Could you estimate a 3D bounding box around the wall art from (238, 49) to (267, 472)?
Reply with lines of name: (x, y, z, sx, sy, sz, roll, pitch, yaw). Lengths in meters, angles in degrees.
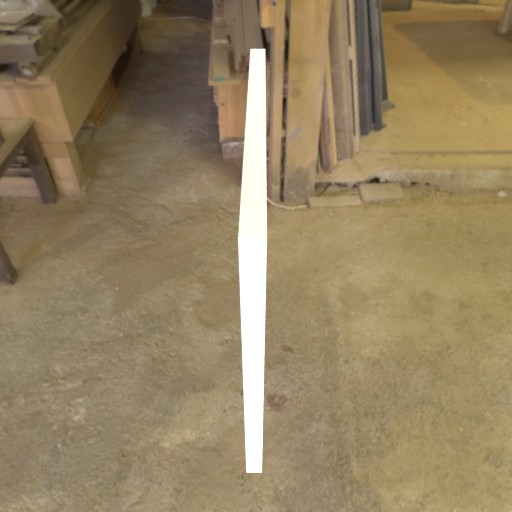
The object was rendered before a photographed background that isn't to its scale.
wall art: (0.000, 0.000, 1.127, 0.038, 0.761, 0.763, 0, 42, 1)
